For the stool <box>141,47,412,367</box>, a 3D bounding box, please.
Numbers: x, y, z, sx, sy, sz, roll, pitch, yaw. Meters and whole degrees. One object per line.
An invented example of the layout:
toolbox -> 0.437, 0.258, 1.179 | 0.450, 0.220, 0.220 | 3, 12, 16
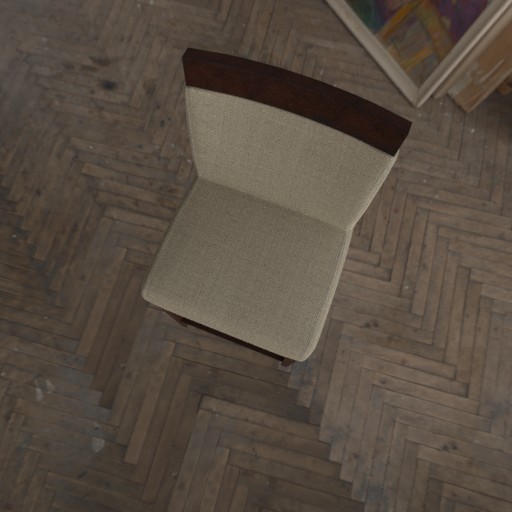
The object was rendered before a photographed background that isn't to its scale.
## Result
stool -> 0.000, 0.000, 1.262 | 0.463, 1.011, 0.480 | 21, 76, 6
